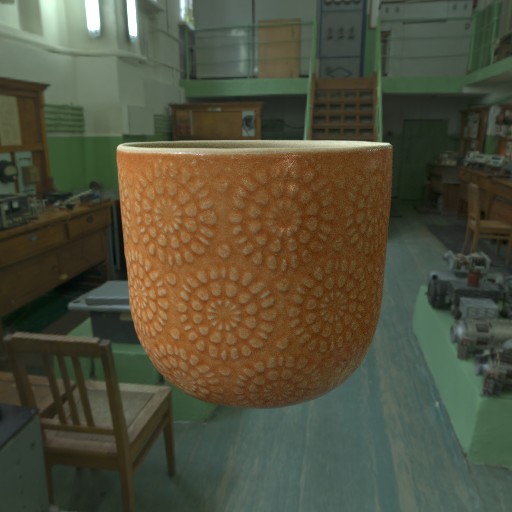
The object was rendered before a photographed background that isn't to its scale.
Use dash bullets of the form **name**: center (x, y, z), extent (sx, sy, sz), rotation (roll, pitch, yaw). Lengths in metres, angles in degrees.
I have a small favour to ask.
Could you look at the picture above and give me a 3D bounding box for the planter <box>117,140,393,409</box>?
- **planter**: center (0.000, 0.000, 0.293), extent (0.170, 0.152, 0.170), rotation (0, 16, 0)
